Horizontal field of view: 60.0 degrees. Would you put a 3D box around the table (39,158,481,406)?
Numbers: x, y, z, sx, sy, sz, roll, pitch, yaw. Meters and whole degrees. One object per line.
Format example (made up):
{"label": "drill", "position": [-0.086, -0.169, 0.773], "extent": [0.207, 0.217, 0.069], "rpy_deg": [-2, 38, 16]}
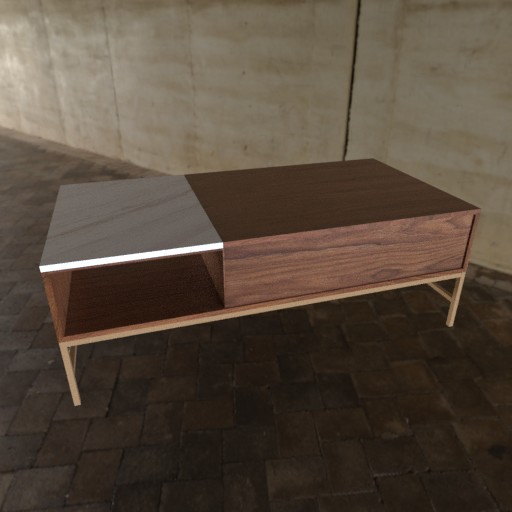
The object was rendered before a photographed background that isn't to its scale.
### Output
{"label": "table", "position": [0.000, 0.000, 1.943], "extent": [1.553, 0.551, 0.789], "rpy_deg": [-8, 28, -15]}
